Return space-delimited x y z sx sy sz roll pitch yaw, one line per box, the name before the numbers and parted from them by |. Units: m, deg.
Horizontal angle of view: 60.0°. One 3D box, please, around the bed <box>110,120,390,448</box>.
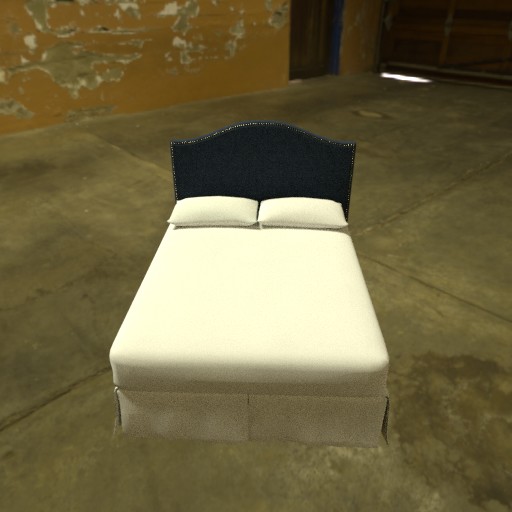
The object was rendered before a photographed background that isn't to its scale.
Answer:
bed | 0.000 0.000 3.290 1.713 1.518 2.153 1 30 2
